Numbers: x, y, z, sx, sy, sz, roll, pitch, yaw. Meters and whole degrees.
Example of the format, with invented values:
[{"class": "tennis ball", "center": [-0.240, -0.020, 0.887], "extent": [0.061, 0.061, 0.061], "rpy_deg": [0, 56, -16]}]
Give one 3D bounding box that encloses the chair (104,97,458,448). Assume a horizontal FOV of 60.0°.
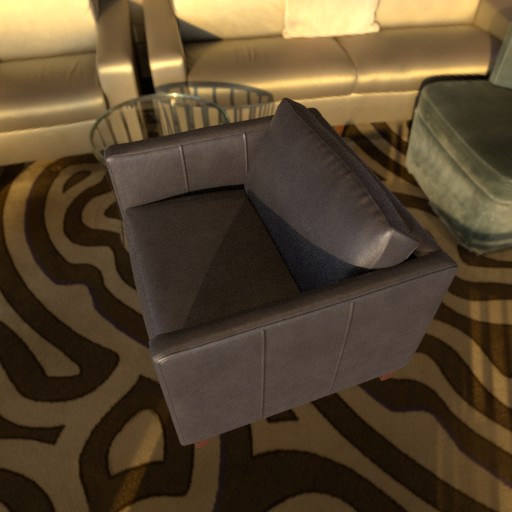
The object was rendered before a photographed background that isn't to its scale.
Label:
[{"class": "chair", "center": [0.000, 0.000, 1.590], "extent": [0.862, 0.811, 0.939], "rpy_deg": [-15, 49, -14]}]
